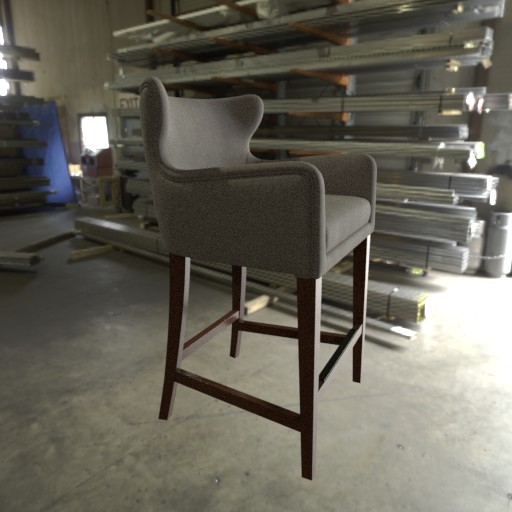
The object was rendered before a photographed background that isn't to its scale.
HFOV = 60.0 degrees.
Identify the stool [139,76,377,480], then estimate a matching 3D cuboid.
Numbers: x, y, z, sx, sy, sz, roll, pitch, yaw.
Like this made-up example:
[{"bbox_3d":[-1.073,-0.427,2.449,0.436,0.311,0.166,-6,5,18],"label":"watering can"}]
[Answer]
[{"bbox_3d":[0.000,0.000,1.312,0.575,0.951,0.575,7,17,25],"label":"stool"}]
